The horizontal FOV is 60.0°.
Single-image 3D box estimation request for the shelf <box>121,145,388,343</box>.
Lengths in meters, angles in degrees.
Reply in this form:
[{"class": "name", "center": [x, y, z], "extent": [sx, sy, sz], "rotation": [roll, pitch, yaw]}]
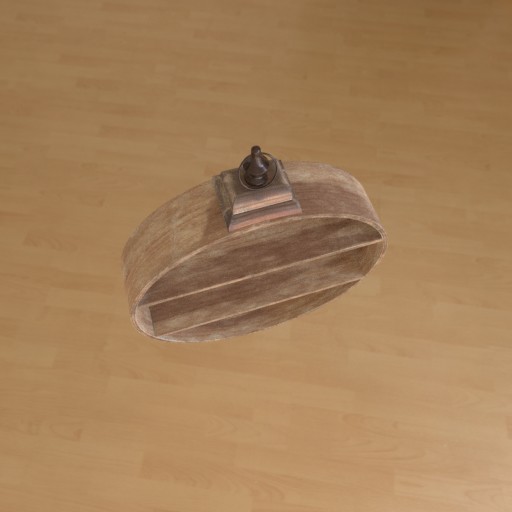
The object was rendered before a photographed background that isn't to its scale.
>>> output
[{"class": "shelf", "center": [0.000, 0.000, 0.995], "extent": [0.601, 0.725, 0.125], "rotation": [-15, 64, -8]}]
